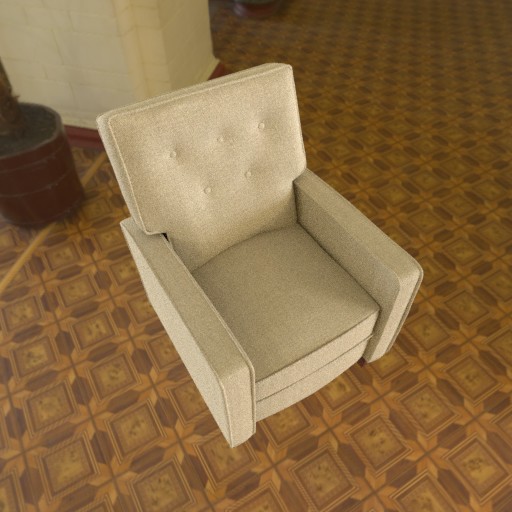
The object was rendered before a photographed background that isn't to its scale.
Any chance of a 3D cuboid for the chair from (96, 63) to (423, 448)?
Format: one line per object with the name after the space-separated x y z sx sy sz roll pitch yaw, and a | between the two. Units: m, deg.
0.000 0.000 1.389 0.648 0.888 0.754 -25 54 -20 | chair
